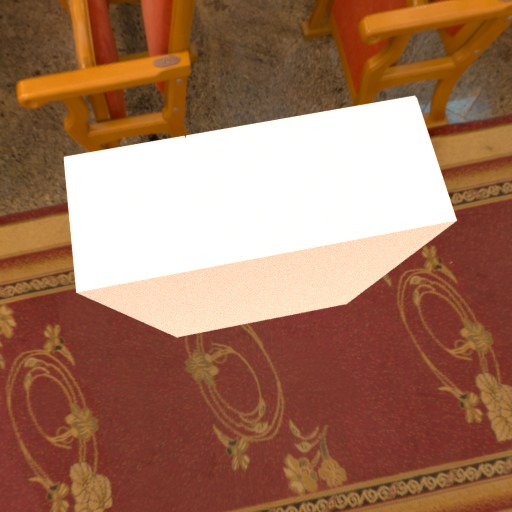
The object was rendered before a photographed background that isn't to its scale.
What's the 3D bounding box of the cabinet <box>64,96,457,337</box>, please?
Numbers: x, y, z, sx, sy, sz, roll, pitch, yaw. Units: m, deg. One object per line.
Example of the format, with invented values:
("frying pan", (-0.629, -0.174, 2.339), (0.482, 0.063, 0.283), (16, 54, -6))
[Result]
("cabinet", (0.000, 0.000, 2.461), (1.290, 1.910, 0.510), (-11, 76, -3))
